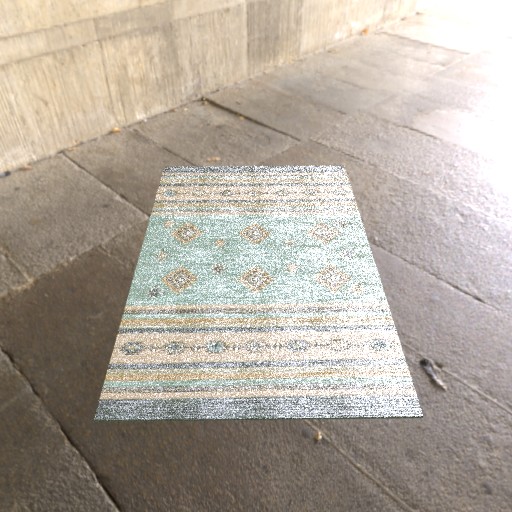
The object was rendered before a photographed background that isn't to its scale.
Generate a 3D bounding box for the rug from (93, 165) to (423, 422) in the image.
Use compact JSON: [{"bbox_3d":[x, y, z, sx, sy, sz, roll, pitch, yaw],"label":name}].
[{"bbox_3d":[0.000,0.000,2.306,1.212,0.010,1.811,0,42,-1],"label":"rug"}]
